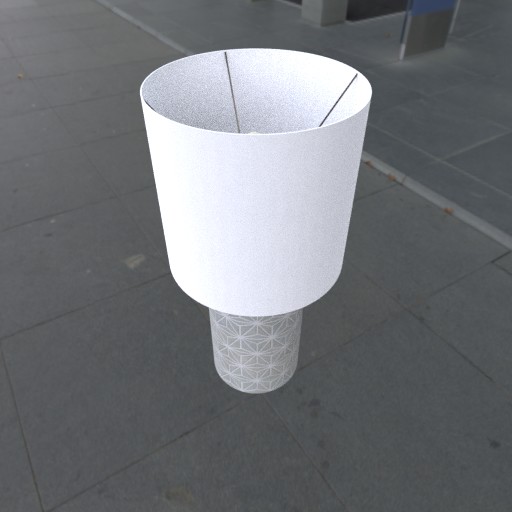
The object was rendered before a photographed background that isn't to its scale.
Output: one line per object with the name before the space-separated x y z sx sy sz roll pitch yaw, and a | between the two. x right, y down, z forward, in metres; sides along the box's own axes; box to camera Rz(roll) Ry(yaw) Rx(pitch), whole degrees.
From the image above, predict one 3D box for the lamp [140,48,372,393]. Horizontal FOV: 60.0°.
lamp | 0.000 0.000 0.539 0.206 0.416 0.206 -12 43 -13
